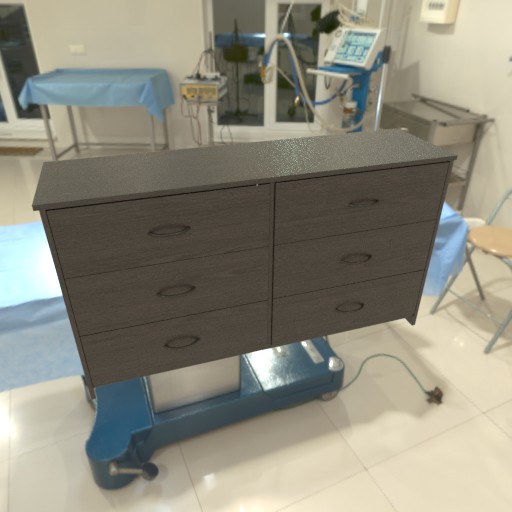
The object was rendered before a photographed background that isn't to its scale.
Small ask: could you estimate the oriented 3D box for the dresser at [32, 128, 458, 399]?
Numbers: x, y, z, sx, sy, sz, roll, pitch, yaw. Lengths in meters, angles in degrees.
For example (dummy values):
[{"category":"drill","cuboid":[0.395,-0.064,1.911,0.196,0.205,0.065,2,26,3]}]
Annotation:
[{"category":"dresser","cuboid":[0.000,0.000,1.688,1.360,0.755,0.401,-9,32,-15]}]
